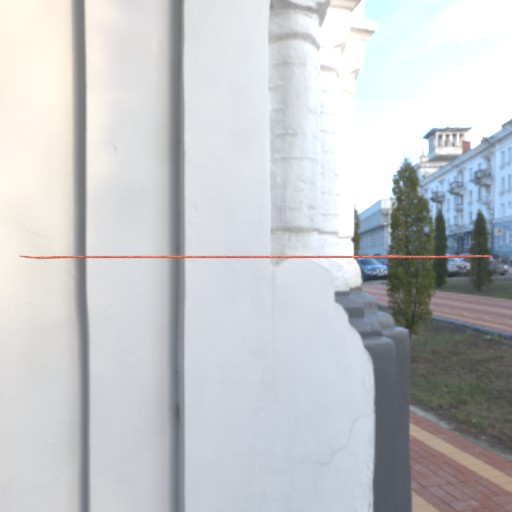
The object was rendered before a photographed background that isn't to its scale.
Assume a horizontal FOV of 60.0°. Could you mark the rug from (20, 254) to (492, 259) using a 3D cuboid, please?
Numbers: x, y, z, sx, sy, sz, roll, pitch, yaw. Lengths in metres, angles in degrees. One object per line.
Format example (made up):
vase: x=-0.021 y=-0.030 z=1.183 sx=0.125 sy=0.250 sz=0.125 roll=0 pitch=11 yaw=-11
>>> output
rug: x=0.000 y=0.000 z=2.886 sx=2.286 sy=0.026 sz=1.521 roll=0 pitch=0 yaw=0
